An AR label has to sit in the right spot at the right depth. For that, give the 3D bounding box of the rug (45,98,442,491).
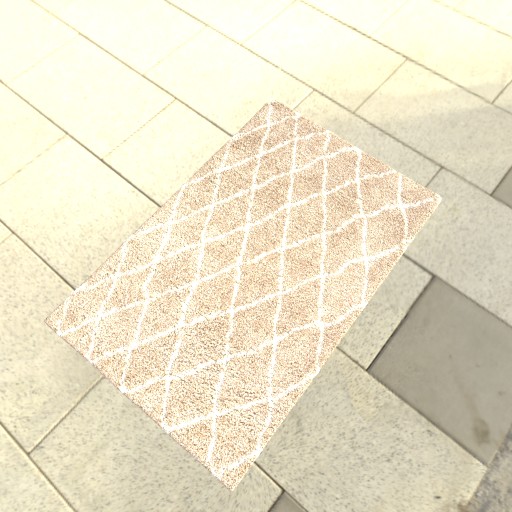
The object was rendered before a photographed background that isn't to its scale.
[{"bbox_3d":[0.000,0.000,3.447,1.778,0.030,2.743,36,70,15],"label":"rug"}]
